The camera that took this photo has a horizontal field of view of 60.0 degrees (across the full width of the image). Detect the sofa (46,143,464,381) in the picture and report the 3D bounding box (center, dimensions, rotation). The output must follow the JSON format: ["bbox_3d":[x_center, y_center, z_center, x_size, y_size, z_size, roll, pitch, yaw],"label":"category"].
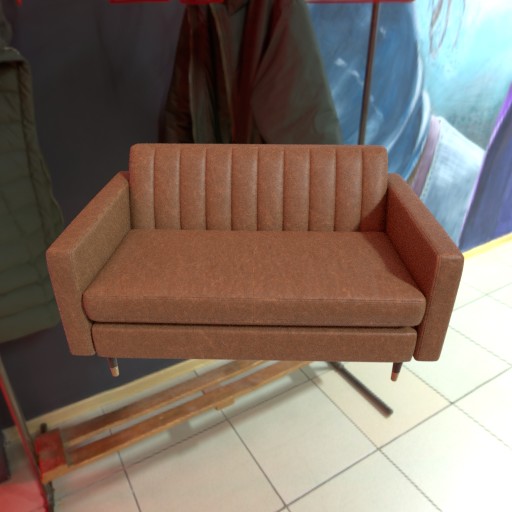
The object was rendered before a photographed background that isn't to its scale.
[{"bbox_3d":[0.000,0.000,2.089,1.549,0.820,0.960,1,29,1],"label":"sofa"}]
